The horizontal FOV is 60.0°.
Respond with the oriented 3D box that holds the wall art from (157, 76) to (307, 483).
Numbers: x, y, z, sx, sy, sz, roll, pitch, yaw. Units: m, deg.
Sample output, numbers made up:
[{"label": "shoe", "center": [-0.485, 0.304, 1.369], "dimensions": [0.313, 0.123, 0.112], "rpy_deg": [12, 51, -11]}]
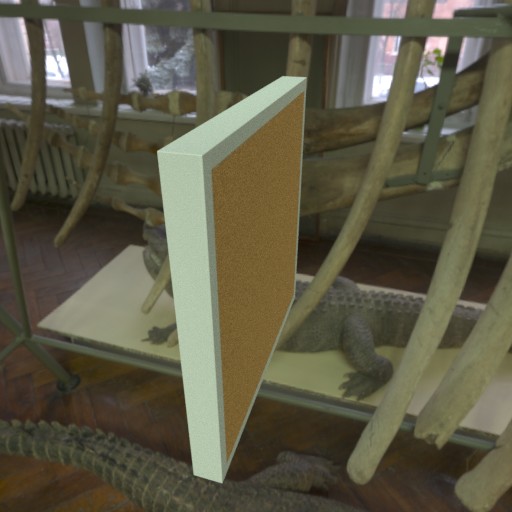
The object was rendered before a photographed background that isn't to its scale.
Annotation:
[{"label": "wall art", "center": [0.000, 0.000, 0.609], "dimensions": [0.038, 0.406, 0.406], "rpy_deg": [9, 31, 15]}]
